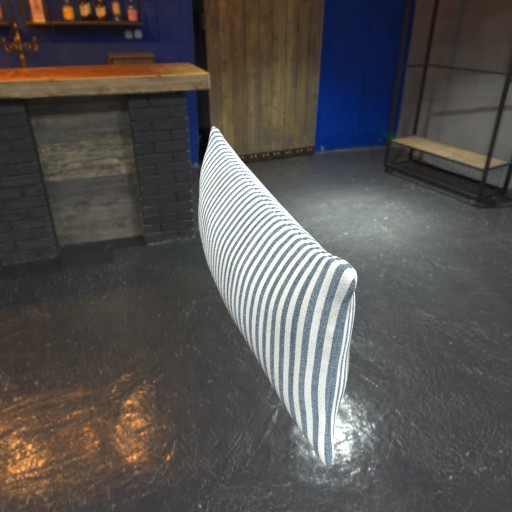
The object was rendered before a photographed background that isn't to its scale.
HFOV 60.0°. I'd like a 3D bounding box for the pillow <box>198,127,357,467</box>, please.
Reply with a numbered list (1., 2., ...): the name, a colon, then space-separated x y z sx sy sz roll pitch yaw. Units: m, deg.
1. pillow: 0.000 0.000 0.741 0.151 0.295 0.617 -9 31 -15
